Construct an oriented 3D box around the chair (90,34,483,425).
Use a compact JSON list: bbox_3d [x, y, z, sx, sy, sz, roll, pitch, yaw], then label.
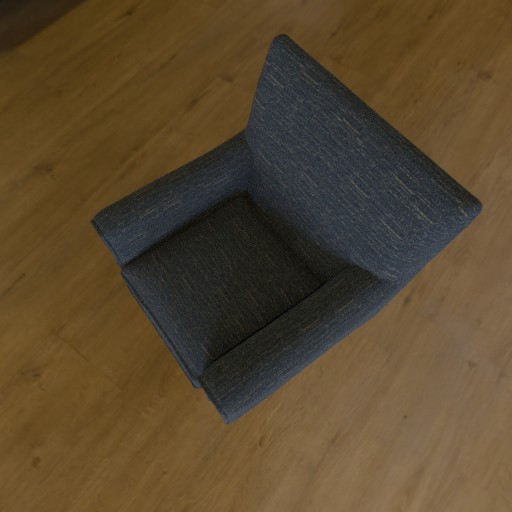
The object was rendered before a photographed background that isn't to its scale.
[{"bbox_3d":[0.000,0.000,1.608,0.873,0.928,0.864,-34,68,-16],"label":"chair"}]
